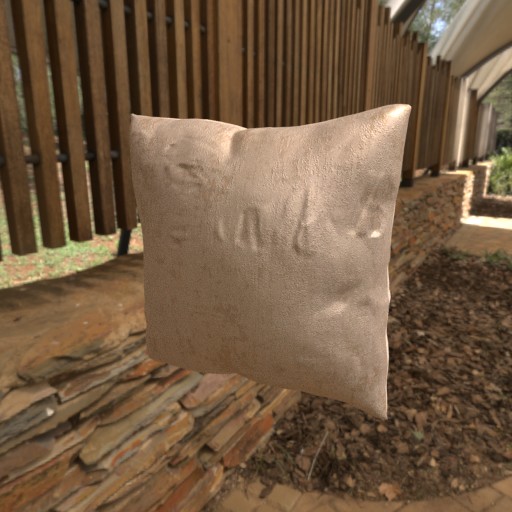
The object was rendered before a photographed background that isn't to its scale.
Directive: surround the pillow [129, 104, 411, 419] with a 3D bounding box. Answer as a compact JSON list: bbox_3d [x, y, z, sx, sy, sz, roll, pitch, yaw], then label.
[{"bbox_3d":[0.000,0.000,0.710,0.450,0.448,0.245,7,17,26],"label":"pillow"}]
